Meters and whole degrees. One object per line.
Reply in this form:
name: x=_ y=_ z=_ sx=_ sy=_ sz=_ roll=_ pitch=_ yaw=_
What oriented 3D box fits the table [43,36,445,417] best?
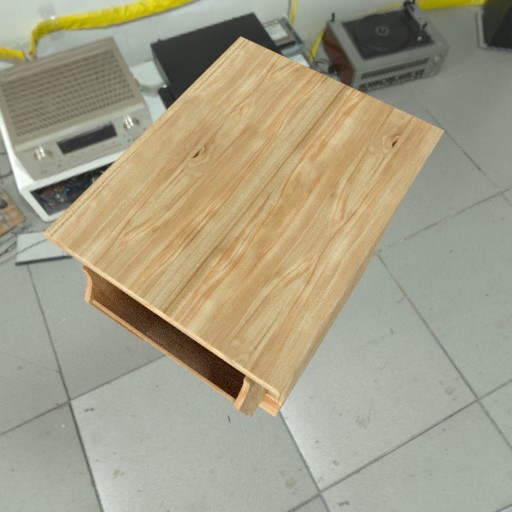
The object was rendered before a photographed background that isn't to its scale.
table: x=0.000 y=0.000 z=0.867 sx=0.380 sy=0.515 sz=0.530 roll=31 pitch=68 yaw=14
